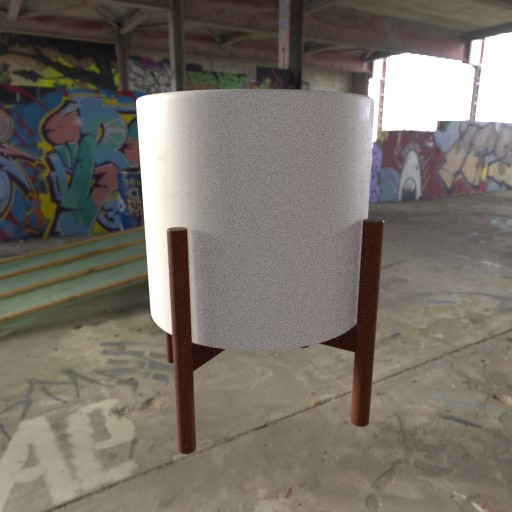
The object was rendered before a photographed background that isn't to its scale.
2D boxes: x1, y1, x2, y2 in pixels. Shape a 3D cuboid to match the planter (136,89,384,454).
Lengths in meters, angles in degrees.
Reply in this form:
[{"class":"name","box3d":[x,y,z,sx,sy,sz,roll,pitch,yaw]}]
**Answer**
[{"class":"planter","box3d":[0.000,0.000,0.878,0.420,0.581,0.421,-3,15,-11]}]
